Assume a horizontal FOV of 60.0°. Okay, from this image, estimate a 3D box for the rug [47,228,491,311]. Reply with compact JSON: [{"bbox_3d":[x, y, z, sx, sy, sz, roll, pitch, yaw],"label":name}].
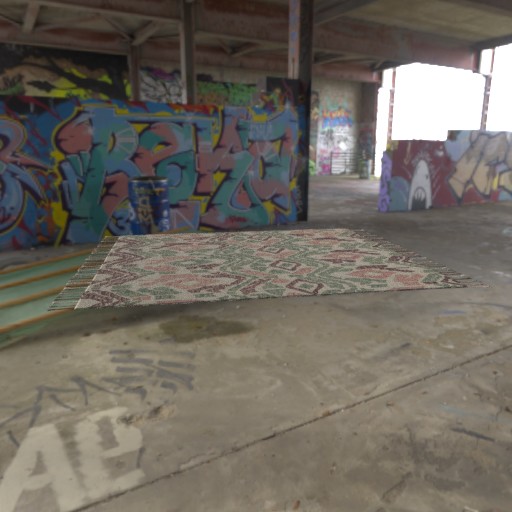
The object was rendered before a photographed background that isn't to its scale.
[{"bbox_3d":[0.000,0.000,4.092,3.048,0.010,2.438,-2,14,-10],"label":"rug"}]
